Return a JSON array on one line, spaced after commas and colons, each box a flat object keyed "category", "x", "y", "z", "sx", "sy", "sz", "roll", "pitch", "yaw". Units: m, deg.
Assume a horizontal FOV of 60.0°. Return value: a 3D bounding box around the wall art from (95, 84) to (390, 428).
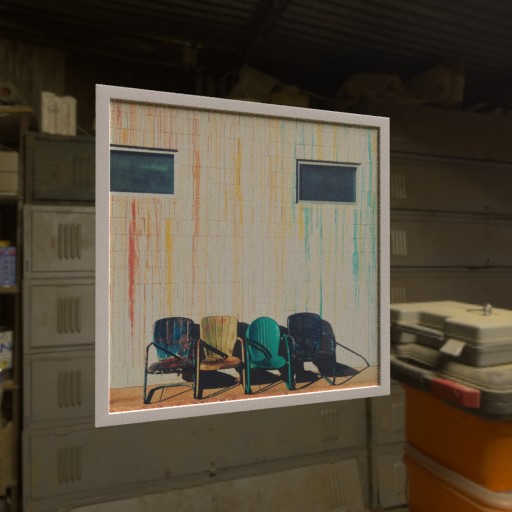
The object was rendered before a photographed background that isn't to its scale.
[{"category": "wall art", "x": 0.000, "y": 0.000, "z": 1.115, "sx": 0.760, "sy": 0.760, "sz": 0.036, "roll": 0, "pitch": 0, "yaw": -18}]
